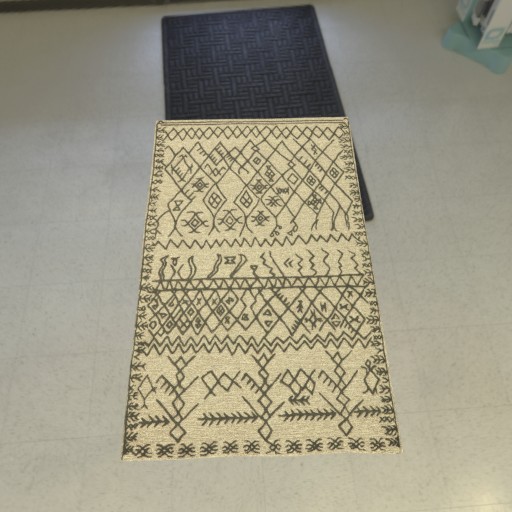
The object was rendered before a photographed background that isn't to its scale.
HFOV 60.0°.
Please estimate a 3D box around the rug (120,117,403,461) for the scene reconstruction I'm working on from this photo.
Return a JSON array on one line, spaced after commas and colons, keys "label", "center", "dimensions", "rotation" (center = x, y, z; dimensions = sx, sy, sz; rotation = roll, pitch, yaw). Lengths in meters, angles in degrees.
[{"label": "rug", "center": [0.000, 0.000, 2.951], "dimensions": [1.530, 0.012, 2.444], "rotation": [-1, 63, -1]}]
